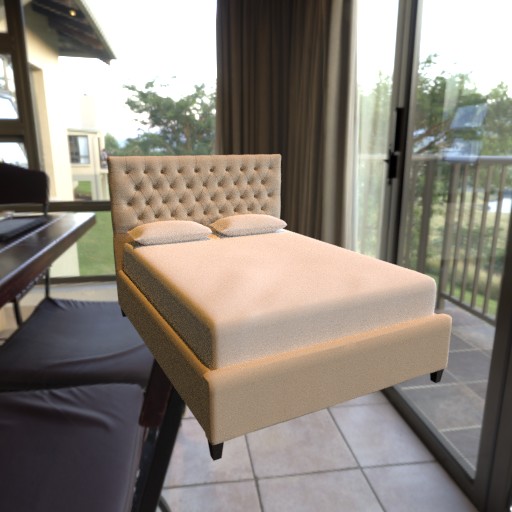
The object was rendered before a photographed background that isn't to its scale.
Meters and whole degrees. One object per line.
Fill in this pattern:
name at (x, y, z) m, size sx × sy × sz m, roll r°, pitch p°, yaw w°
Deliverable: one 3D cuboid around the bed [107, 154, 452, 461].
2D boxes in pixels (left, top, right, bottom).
bed at (0.000, 0.000, 3.328) m, size 1.696 × 1.426 × 2.233 m, roll -7°, pitch 16°, yaw -27°
